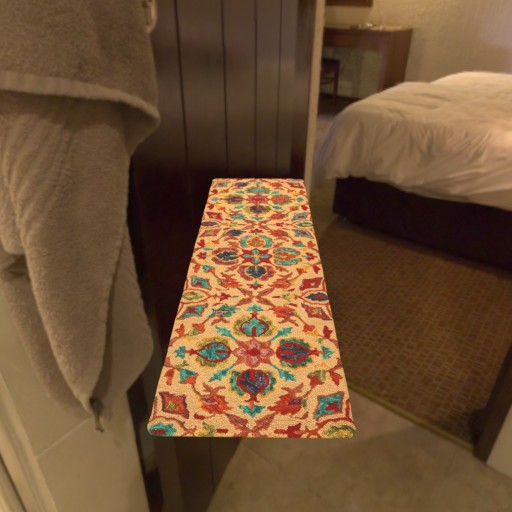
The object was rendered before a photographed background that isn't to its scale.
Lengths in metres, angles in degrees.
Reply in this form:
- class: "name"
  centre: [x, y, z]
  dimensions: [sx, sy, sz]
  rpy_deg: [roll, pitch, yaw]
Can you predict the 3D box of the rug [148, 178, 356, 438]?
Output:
- class: "rug"
  centre: [0.000, 0.000, 2.413]
  dimensions: [0.693, 0.016, 2.273]
  rpy_deg: [0, 31, 1]
